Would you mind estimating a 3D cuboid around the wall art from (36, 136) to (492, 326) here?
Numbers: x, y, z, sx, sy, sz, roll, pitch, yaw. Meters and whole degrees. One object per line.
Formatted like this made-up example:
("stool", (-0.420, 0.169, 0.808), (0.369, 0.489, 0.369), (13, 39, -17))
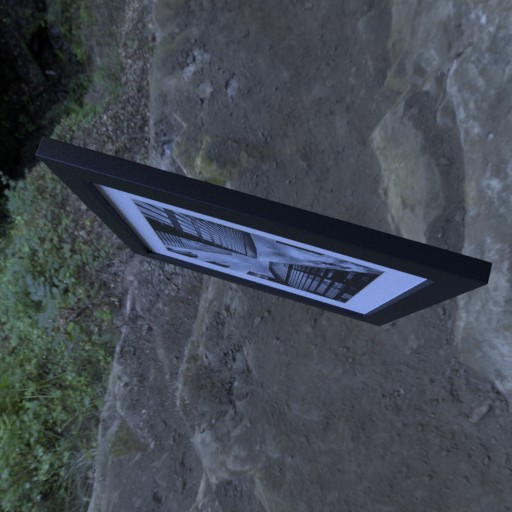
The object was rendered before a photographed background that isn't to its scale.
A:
("wall art", (0.000, 0.000, 0.744), (0.558, 0.457, 0.031), (16, 76, 4))
